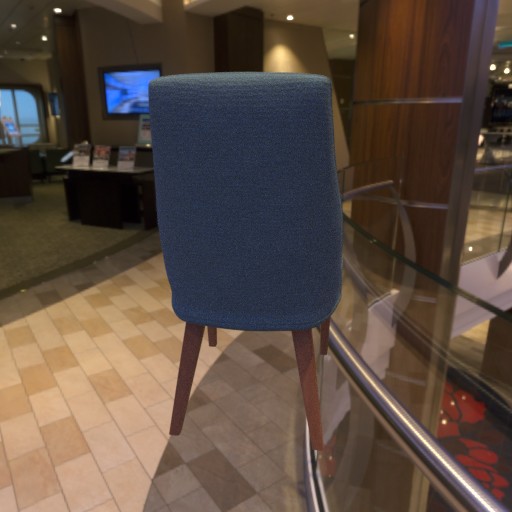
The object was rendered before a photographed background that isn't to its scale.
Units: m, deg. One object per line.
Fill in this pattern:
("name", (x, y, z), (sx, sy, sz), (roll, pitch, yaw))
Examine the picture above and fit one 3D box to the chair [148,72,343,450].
("chair", (0.000, 0.000, 1.271), (0.500, 0.930, 0.620), (3, 18, 8))
